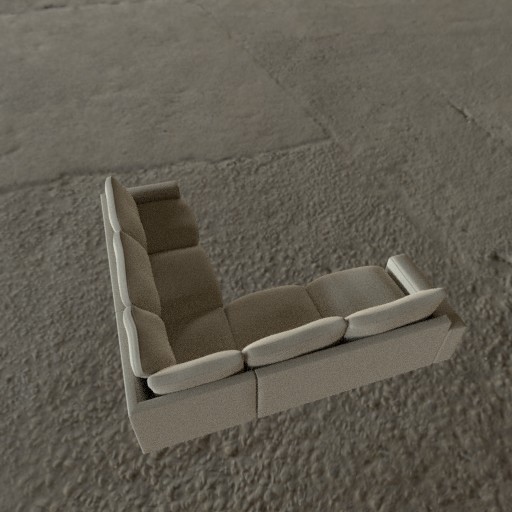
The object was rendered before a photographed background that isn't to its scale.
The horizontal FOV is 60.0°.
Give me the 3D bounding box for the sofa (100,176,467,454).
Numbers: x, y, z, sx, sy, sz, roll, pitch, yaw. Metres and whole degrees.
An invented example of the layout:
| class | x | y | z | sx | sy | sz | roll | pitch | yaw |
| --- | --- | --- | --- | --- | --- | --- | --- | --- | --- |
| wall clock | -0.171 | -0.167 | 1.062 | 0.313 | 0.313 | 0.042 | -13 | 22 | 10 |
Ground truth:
| class | x | y | z | sx | sy | sz | roll | pitch | yaw |
| --- | --- | --- | --- | --- | --- | --- | --- | --- | --- |
| sofa | 0.000 | 0.000 | 4.909 | 3.066 | 0.918 | 3.206 | -13 | 45 | -13 |
